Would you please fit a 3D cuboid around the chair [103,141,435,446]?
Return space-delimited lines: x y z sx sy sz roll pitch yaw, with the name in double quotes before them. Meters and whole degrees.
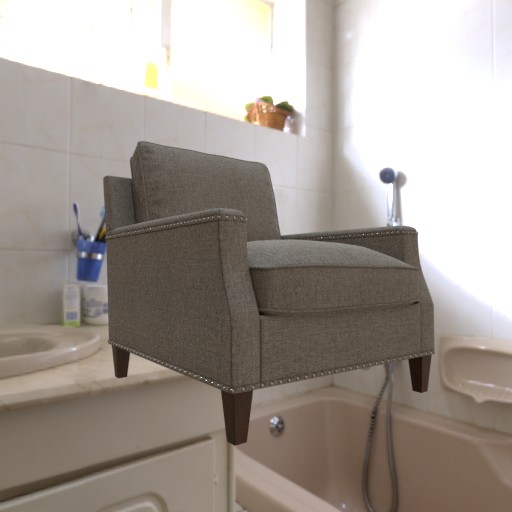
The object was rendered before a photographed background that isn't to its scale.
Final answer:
"chair" 0.000 0.000 1.676 0.853 0.943 1.014 1 -2 -36
